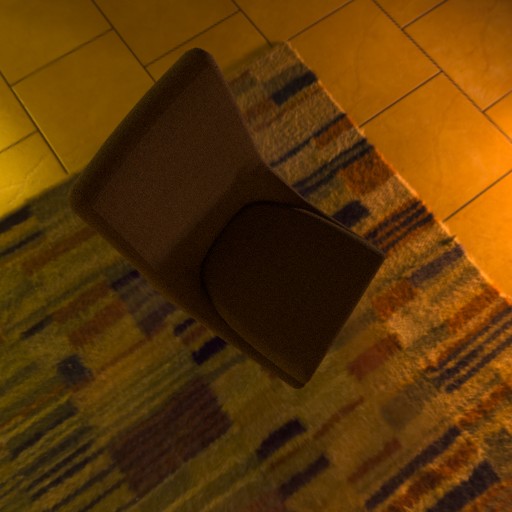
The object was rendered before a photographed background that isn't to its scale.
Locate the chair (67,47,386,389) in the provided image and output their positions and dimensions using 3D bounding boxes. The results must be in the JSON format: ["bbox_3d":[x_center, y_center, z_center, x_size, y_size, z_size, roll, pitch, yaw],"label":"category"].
[{"bbox_3d":[0.000,0.000,1.326,0.655,0.952,0.508,33,78,8],"label":"chair"}]
